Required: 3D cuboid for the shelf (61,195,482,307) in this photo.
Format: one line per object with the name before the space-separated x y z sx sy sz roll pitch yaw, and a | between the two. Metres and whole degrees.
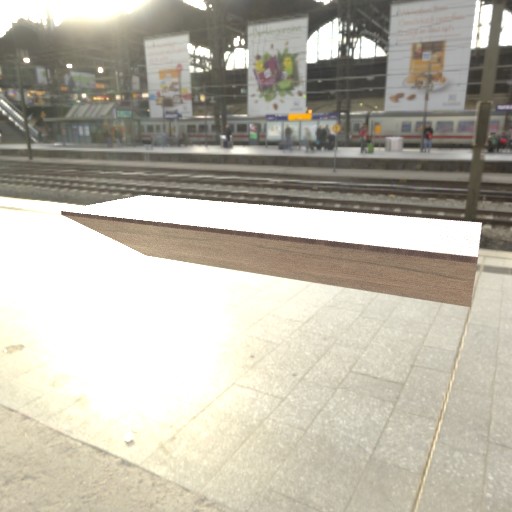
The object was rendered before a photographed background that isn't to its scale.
shelf | 0.000 0.000 0.687 0.610 0.125 0.200 8 17 26
